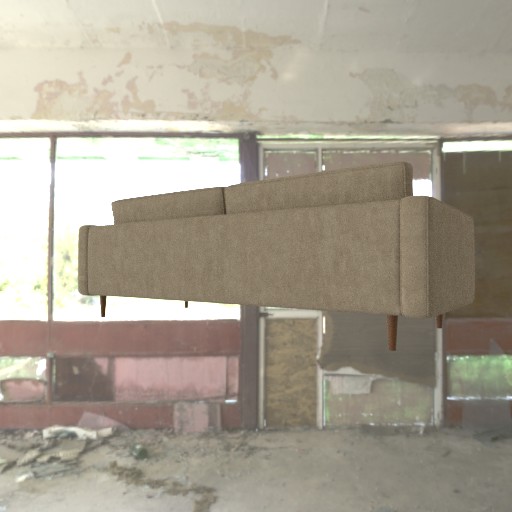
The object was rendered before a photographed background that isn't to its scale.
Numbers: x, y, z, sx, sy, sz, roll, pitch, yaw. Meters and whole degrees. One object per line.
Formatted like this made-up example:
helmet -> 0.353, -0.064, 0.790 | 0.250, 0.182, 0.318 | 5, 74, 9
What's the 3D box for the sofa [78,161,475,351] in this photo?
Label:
sofa -> 0.000, 0.000, 2.584 | 2.200, 0.770, 0.919 | -1, -1, 36
